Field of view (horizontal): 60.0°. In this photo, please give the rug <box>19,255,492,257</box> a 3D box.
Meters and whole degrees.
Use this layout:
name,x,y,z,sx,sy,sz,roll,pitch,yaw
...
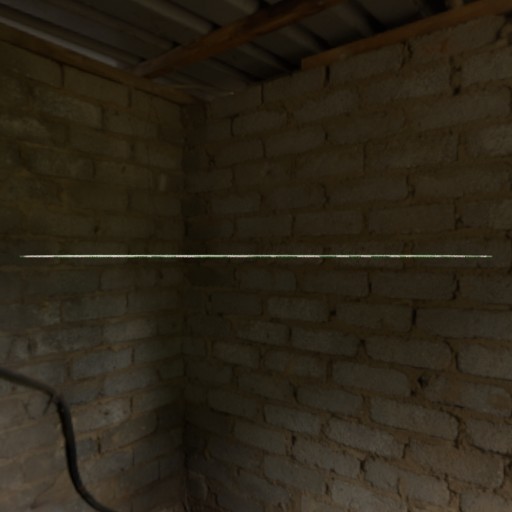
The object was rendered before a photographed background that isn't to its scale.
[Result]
name,x,y,z,sx,sy,sz,roll,pitch,yaw
rug,0.000,0.000,2.661,2.438,0.006,0.761,0,0,0
